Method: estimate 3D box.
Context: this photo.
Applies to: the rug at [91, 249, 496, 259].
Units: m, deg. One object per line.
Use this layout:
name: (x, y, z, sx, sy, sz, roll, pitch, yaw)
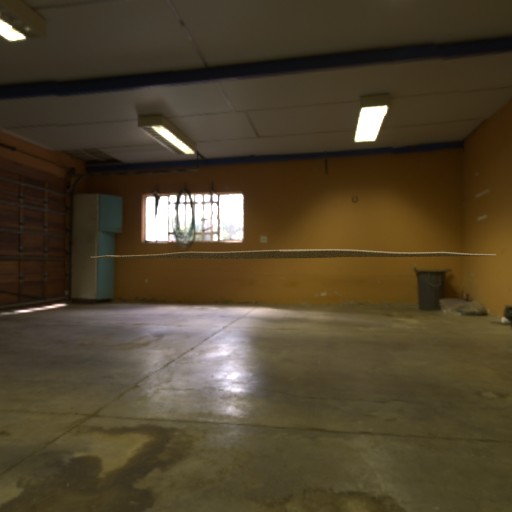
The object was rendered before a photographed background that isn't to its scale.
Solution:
rug: (0.000, 0.000, 3.002, 1.524, 0.015, 2.439, 1, -1, -35)
